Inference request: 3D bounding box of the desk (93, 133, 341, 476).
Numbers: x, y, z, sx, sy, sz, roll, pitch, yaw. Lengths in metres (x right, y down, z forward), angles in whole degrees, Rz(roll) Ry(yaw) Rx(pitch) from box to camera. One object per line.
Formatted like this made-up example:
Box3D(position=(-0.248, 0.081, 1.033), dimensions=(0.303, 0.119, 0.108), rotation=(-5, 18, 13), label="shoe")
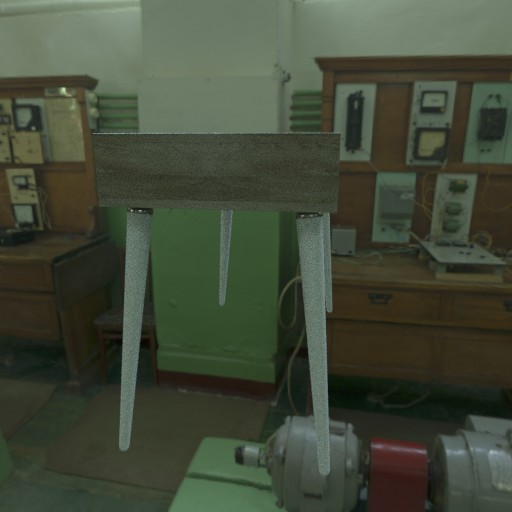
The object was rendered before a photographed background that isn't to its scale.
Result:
Box3D(position=(0.000, 0.000, 1.373), dimensions=(0.491, 0.723, 0.979), rotation=(3, 15, 9), label="desk")
